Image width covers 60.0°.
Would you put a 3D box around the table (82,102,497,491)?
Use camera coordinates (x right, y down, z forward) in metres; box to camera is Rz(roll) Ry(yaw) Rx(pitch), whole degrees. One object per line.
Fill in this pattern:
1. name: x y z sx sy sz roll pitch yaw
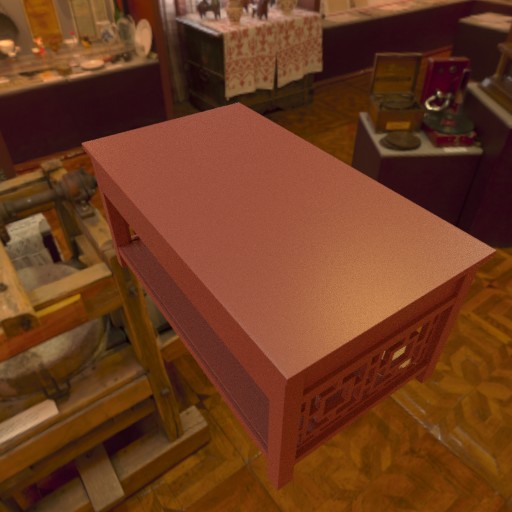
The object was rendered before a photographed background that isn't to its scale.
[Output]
1. table: 0.000 0.000 1.368 0.612 0.493 1.068 -24 46 -26
